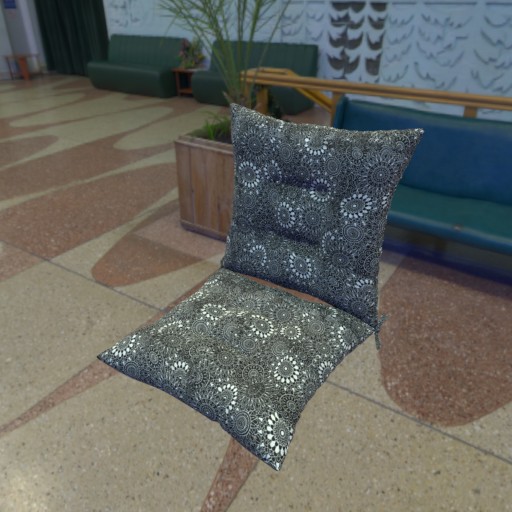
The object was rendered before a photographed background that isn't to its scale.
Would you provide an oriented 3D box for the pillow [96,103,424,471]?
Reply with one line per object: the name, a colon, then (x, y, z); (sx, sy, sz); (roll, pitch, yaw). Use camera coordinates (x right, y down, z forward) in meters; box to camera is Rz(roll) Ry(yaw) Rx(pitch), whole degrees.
pillow: (0.000, 0.000, 0.997); (0.541, 0.536, 0.585); (19, 35, 30)
